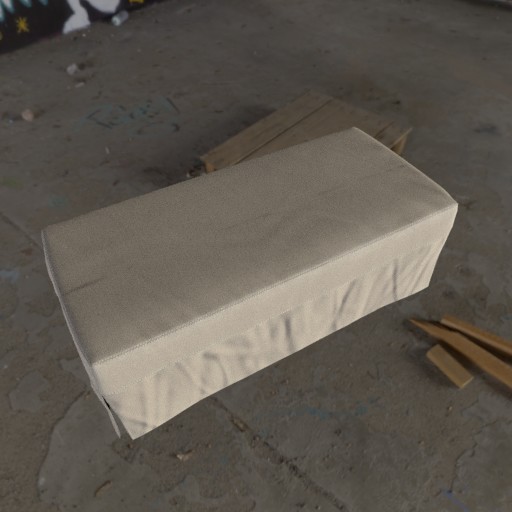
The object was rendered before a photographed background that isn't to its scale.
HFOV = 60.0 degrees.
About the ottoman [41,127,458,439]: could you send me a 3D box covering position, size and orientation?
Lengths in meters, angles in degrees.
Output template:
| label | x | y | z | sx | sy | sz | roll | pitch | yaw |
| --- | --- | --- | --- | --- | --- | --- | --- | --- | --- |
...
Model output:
| label | x | y | z | sx | sy | sz | roll | pitch | yaw |
| --- | --- | --- | --- | --- | --- | --- | --- | --- | --- |
| ottoman | 0.000 | 0.000 | 1.691 | 1.388 | 0.457 | 0.665 | -22 | 50 | -20 |
